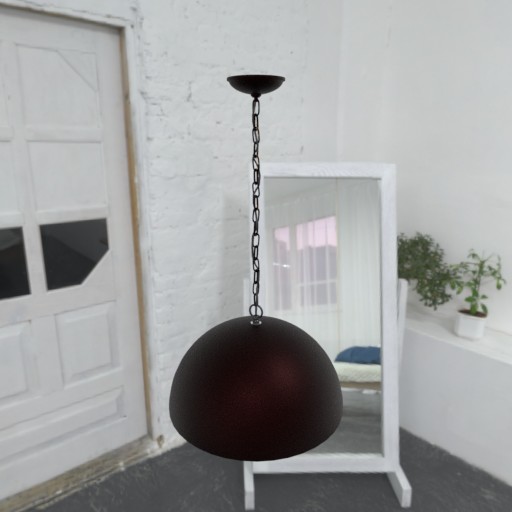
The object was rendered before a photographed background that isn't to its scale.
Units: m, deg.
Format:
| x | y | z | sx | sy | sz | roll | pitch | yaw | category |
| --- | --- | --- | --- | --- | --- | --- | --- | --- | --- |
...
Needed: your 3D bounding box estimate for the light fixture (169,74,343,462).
| x | y | z | sx | sy | sz | roll | pitch | yaw | category |
| --- | --- | --- | --- | --- | --- | --- | --- | --- | --- |
| 0.000 | 0.000 | 1.162 | 0.492 | 0.869 | 0.492 | 7 | 17 | 25 | light fixture |
